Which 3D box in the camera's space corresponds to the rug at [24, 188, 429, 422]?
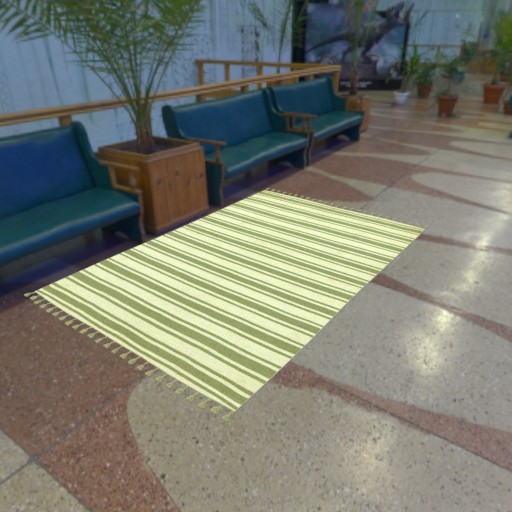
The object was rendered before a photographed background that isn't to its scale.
[{"bbox_3d":[0.000,0.000,2.994,1.540,0.018,2.435,19,33,32],"label":"rug"}]
